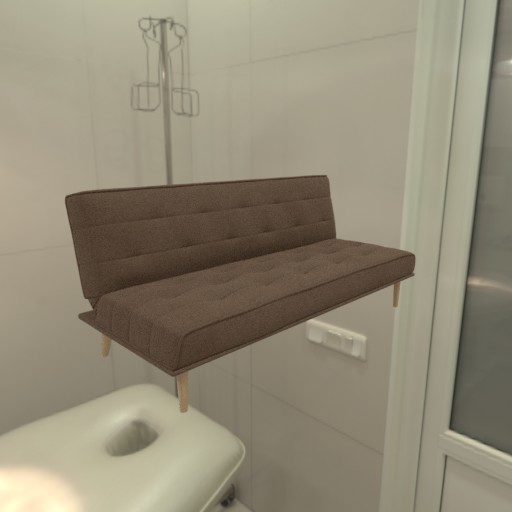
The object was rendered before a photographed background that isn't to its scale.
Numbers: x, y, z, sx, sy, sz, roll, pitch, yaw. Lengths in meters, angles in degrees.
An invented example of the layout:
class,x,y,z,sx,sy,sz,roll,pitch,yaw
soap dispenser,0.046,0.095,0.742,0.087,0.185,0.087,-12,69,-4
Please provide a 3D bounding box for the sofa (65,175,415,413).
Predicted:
class,x,y,z,sx,sy,sz,roll,pitch,yaw
sofa,0.000,0.000,2.469,1.820,0.810,1.038,-13,19,-43
